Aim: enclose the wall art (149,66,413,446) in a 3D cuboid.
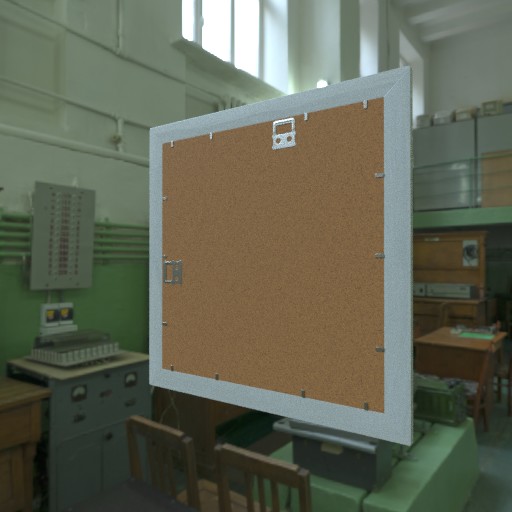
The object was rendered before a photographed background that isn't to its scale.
[{"bbox_3d":[0.000,0.000,0.850,0.584,0.584,0.013,0,0,35],"label":"wall art"}]
